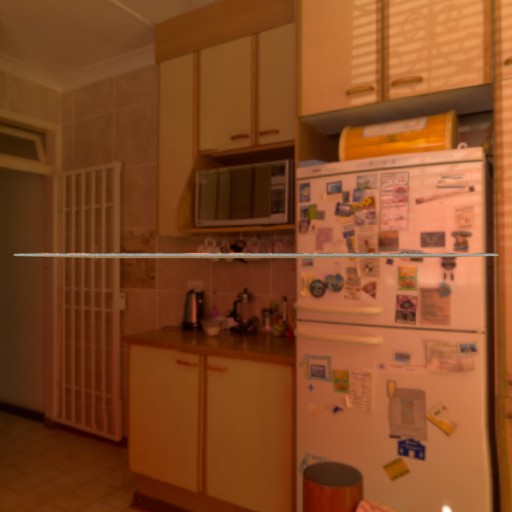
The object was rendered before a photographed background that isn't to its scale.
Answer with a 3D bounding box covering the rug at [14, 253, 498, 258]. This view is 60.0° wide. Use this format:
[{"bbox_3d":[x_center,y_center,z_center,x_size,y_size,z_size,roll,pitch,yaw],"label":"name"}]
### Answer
[{"bbox_3d":[0.000,0.000,1.415,1.219,0.007,0.604,0,-1,0],"label":"rug"}]
